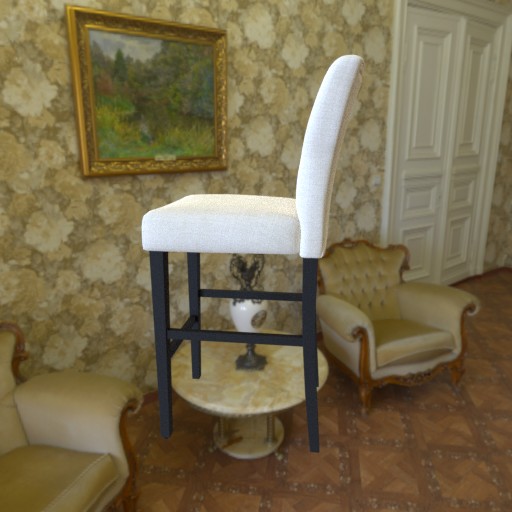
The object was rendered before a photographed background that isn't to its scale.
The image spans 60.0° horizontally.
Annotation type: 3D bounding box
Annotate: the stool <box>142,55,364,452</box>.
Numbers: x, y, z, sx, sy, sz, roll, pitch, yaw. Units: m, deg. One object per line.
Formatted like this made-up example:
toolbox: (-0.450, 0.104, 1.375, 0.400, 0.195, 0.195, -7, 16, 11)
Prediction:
stool: (0.000, 0.000, 1.438, 0.603, 1.124, 0.516, 2, 14, 7)
